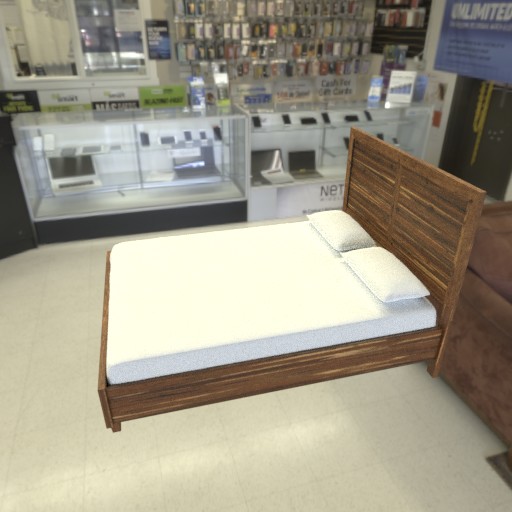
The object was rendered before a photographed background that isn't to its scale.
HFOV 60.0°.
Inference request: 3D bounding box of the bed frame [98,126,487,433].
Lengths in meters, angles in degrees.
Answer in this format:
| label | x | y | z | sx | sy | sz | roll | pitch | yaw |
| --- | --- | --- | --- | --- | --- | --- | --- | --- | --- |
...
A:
| label | x | y | z | sx | sy | sz | roll | pitch | yaw |
| --- | --- | --- | --- | --- | --- | --- | --- | --- | --- |
| bed frame | 0.000 | 0.000 | 3.327 | 2.276 | 1.417 | 1.696 | -7 | 30 | -13 |
